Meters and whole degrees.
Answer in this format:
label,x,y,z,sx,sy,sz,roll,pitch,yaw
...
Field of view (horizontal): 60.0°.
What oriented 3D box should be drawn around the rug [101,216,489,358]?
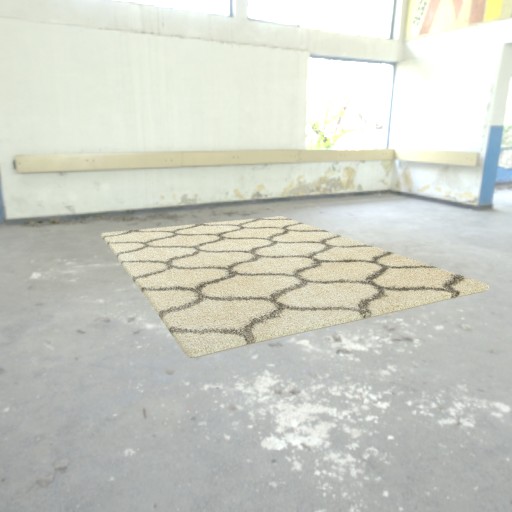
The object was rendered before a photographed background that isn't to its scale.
label,x,y,z,sx,sy,sz,roll,pitch,yaw
rug,0.000,0.000,2.114,1.200,0.025,1.600,-8,17,-25
